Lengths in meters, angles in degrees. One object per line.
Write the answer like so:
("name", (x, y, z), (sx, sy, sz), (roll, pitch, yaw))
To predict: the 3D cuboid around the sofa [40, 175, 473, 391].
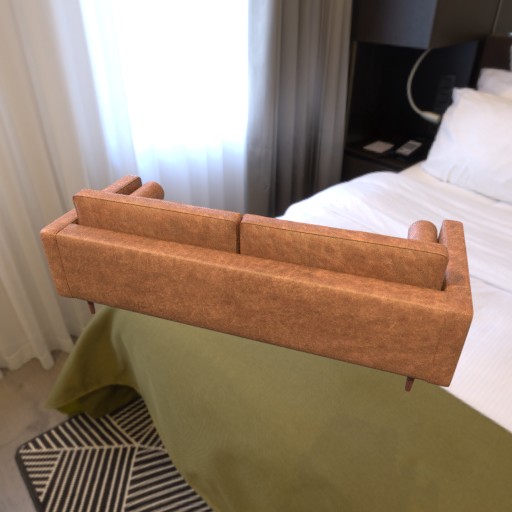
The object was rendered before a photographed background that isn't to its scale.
("sofa", (0.000, 0.000, 2.569), (2.210, 0.762, 0.914), (10, 34, 16))
